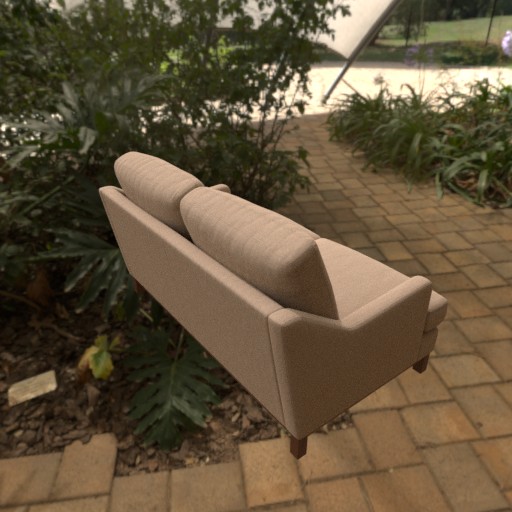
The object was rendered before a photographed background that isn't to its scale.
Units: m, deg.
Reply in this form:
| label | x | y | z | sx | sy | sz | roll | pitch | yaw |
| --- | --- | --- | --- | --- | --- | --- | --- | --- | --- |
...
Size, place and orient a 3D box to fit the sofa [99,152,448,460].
| label | x | y | z | sx | sy | sz | roll | pitch | yaw |
| --- | --- | --- | --- | --- | --- | --- | --- | --- | --- |
| sofa | 0.000 | 0.000 | 2.272 | 1.004 | 0.910 | 1.619 | -19 | 33 | -32 |
